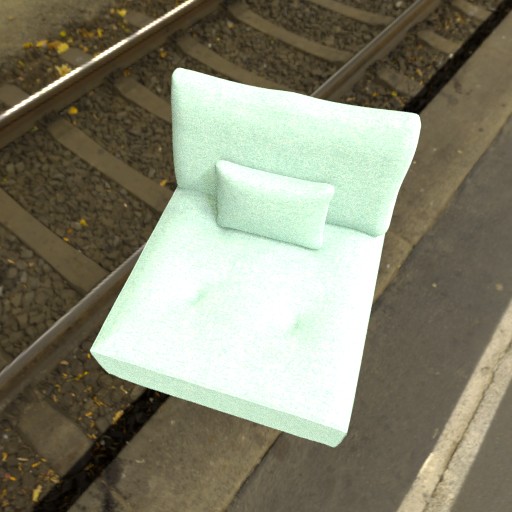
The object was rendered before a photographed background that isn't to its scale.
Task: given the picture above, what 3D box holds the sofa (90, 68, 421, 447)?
[{"bbox_3d":[0.000,0.000,1.668,0.930,0.820,1.000,15,59,9],"label":"sofa"}]
